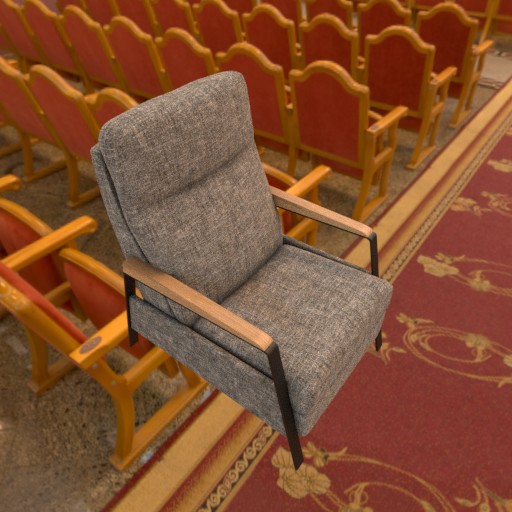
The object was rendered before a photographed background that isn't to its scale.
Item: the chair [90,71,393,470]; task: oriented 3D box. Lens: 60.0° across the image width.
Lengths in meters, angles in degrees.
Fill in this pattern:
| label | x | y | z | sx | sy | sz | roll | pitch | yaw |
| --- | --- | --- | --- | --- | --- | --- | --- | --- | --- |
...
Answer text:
| label | x | y | z | sx | sy | sz | roll | pitch | yaw |
| --- | --- | --- | --- | --- | --- | --- | --- | --- | --- |
| chair | 0.000 | 0.000 | 1.580 | 0.868 | 1.042 | 0.671 | 27 | 48 | 27 |
